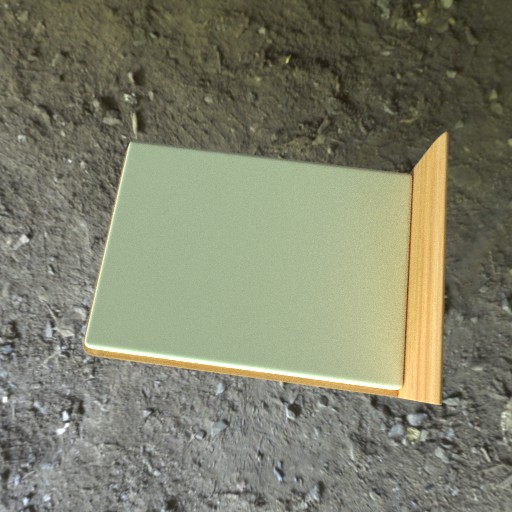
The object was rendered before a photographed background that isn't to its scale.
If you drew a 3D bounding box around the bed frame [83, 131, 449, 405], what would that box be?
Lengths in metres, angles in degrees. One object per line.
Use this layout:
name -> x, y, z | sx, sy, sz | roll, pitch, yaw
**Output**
bed frame -> 0.000, 0.000, 2.791 | 1.992, 0.940, 1.472 | 7, 75, 2
